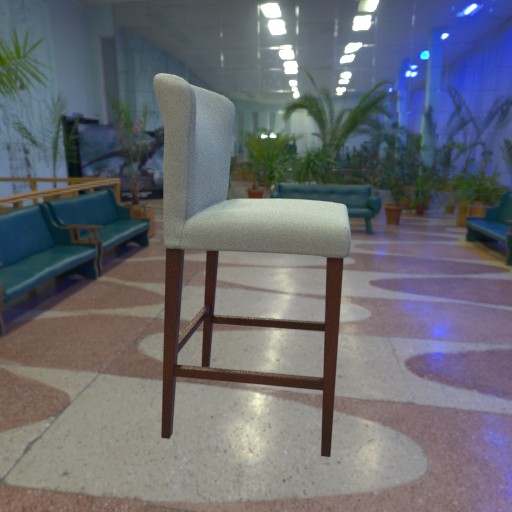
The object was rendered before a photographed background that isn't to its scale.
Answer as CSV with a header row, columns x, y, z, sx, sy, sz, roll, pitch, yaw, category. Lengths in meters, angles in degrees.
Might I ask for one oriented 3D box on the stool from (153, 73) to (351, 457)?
x,y,z,sx,sy,sz,roll,pitch,yaw,category
0.000,0.000,1.399,0.568,1.069,0.479,2,14,10,stool
